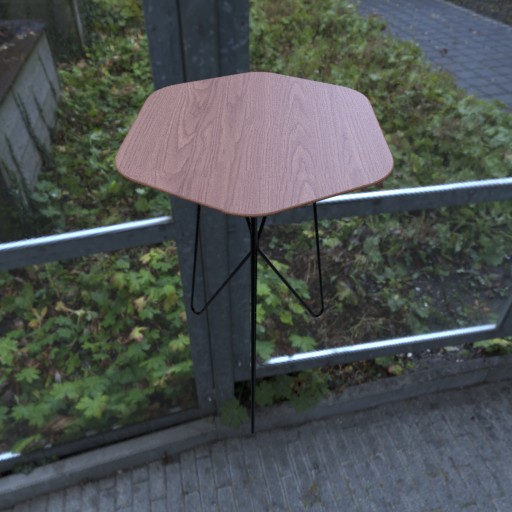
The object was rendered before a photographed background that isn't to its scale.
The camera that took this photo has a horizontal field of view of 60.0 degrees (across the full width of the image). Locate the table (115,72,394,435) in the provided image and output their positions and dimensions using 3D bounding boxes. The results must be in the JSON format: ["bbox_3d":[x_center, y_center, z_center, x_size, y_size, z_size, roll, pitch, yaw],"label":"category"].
[{"bbox_3d":[0.000,0.000,0.898,0.400,0.562,0.500,1,41,1],"label":"table"}]
